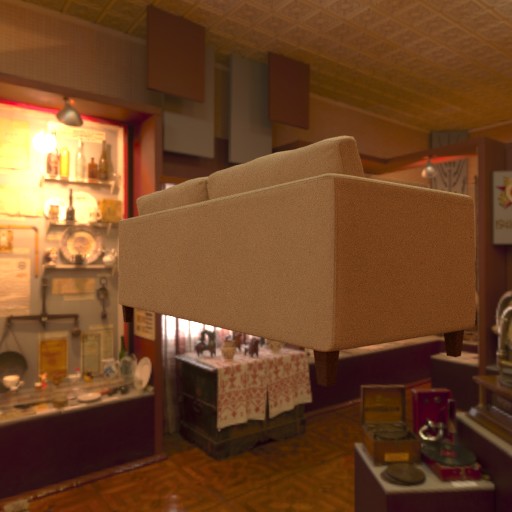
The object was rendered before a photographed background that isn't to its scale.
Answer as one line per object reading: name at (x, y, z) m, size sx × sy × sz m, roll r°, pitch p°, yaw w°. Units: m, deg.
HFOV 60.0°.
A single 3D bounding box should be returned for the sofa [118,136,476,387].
sofa at (0.000, 0.000, 2.611) m, size 0.948 × 0.932 × 2.181 m, roll 1°, pitch -1°, yaw -36°
